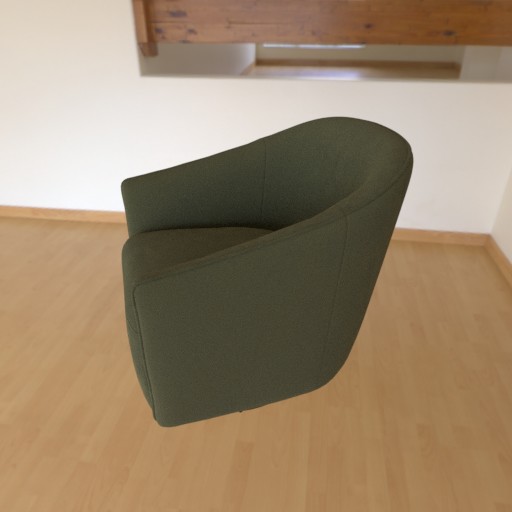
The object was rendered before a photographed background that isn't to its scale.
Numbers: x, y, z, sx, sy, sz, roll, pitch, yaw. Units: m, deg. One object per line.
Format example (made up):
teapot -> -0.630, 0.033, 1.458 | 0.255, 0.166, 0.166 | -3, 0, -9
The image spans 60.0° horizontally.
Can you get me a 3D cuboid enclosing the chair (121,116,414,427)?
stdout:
chair -> 0.000, 0.000, 1.478 | 0.875, 0.799, 0.747 | -9, 31, -14
